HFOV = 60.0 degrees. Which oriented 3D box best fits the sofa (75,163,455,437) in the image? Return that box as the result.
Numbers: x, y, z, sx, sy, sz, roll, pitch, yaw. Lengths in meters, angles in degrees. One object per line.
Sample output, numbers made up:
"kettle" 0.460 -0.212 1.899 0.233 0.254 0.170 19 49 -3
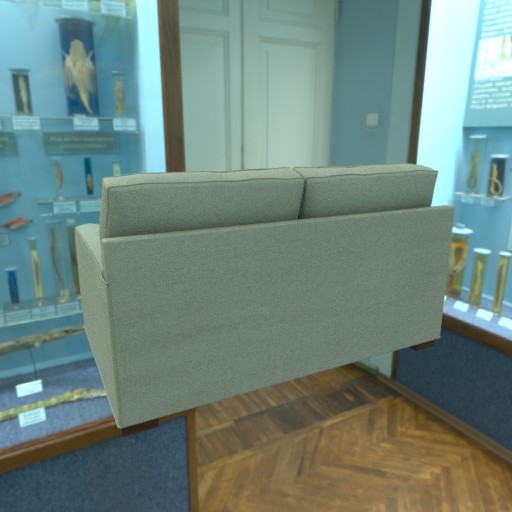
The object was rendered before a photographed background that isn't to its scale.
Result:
"sofa" 0.000 0.000 2.065 1.484 0.853 0.940 -8 17 -26
